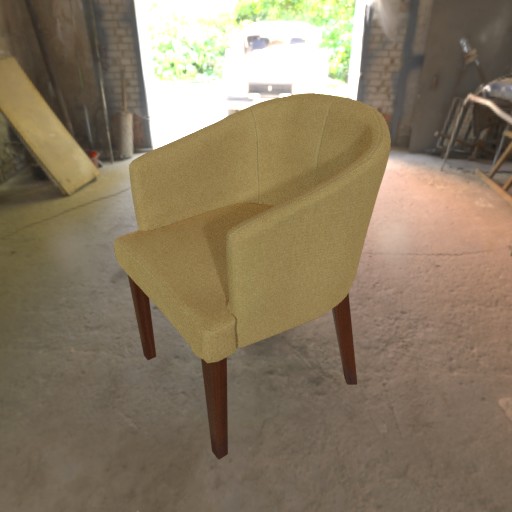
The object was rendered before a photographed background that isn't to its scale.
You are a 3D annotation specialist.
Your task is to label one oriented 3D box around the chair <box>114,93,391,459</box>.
[{"bbox_3d":[0.000,0.000,1.278,0.655,0.811,0.583,-21,36,-31],"label":"chair"}]
